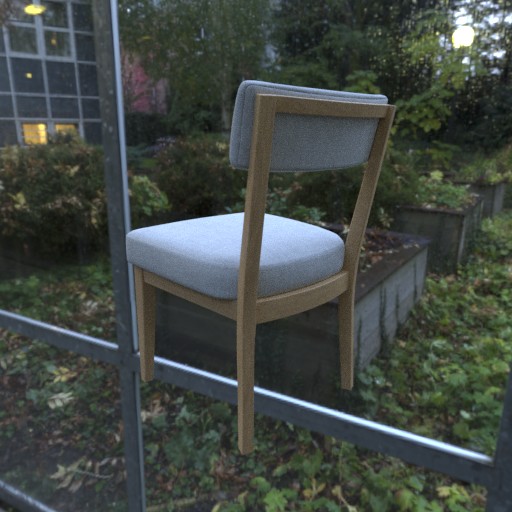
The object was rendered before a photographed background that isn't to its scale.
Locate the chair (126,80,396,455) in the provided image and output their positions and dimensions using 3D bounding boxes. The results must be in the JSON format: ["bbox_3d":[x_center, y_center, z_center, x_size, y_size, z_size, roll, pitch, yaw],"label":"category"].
[{"bbox_3d":[0.000,0.000,1.218,0.508,0.832,0.572,-14,20,-41],"label":"chair"}]
